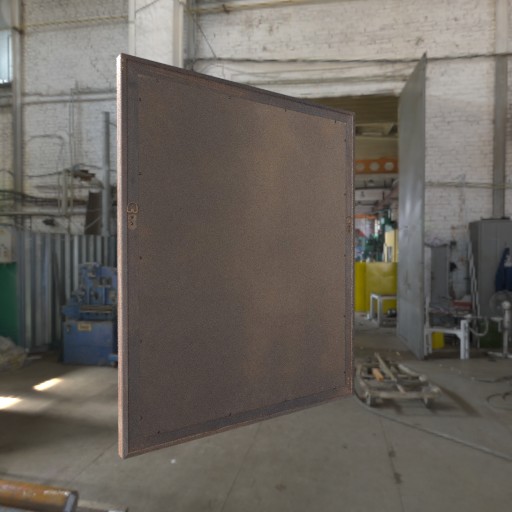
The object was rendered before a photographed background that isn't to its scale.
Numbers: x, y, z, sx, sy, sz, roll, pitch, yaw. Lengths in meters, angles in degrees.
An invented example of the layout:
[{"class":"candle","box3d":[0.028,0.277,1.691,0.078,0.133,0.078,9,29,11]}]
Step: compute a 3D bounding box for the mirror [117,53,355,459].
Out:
[{"class":"mirror","box3d":[0.000,0.000,1.183,0.730,0.882,0.032,-1,1,-35]}]
